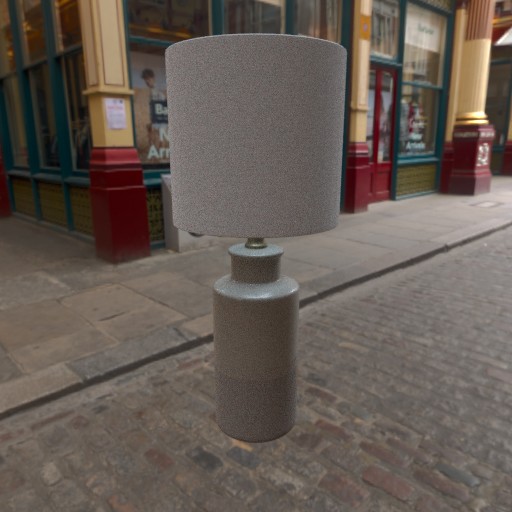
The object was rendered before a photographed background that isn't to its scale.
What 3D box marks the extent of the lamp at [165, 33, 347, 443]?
[{"bbox_3d":[0.000,0.000,0.587,0.212,0.493,0.212,-14,20,-43],"label":"lamp"}]
